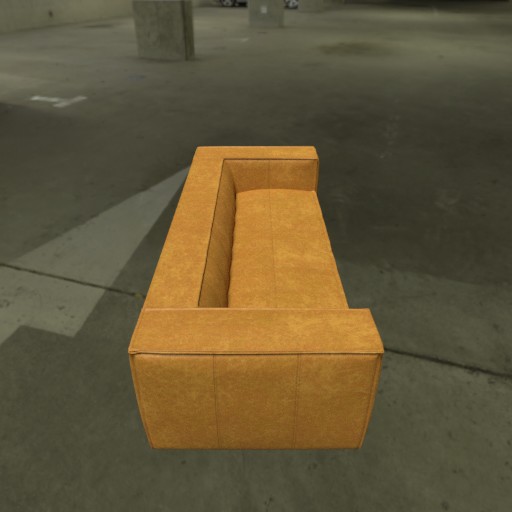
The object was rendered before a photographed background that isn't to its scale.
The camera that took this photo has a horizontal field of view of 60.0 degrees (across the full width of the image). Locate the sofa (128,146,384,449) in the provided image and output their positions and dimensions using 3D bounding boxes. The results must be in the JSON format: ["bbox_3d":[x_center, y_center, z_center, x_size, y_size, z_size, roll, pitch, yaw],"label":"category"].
[{"bbox_3d":[0.000,0.000,3.020,1.102,0.701,2.581,0,32,0],"label":"sofa"}]
